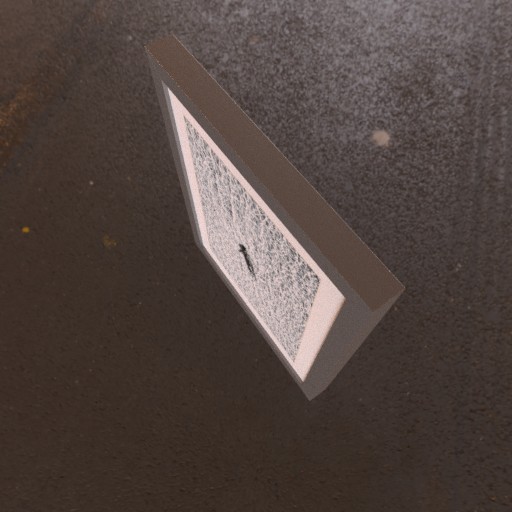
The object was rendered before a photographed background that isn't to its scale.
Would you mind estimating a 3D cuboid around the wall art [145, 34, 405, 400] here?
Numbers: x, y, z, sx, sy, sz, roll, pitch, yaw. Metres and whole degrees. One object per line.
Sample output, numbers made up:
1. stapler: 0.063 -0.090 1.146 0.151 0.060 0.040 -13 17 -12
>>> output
1. wall art: 0.000 0.000 0.518 0.030 0.379 0.308 -32 68 -15
